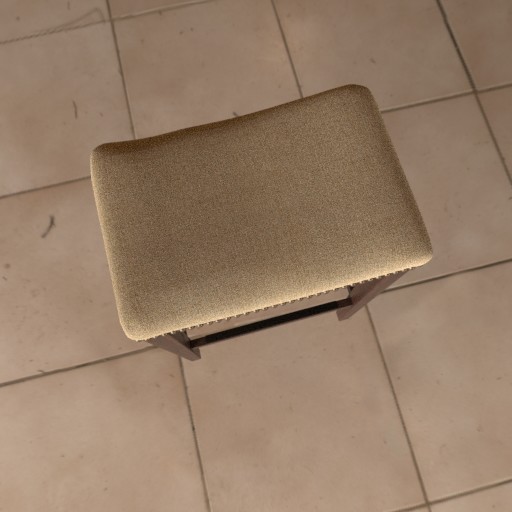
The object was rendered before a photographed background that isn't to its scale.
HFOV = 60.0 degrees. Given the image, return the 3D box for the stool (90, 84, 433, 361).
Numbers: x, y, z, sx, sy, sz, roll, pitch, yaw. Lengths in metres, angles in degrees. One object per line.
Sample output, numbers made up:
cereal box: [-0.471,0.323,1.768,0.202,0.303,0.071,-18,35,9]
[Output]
stool: [0.000,0.000,1.061,0.509,0.768,0.363,-15,76,-4]
